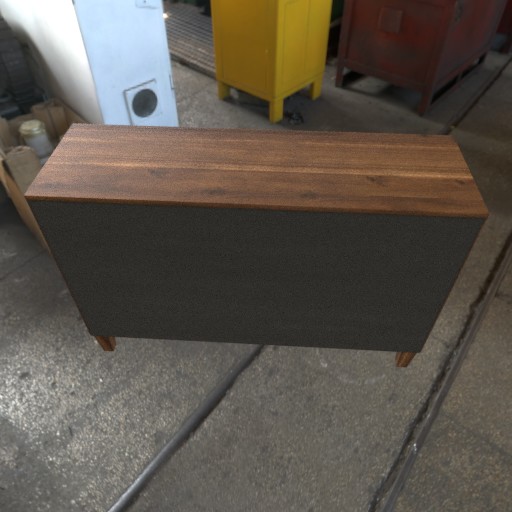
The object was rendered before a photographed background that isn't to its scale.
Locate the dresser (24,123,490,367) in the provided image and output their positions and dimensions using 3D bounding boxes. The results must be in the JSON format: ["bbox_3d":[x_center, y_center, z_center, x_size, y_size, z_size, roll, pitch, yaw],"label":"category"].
[{"bbox_3d":[0.000,0.000,1.789,1.387,0.892,0.438,3,46,2],"label":"dresser"}]
